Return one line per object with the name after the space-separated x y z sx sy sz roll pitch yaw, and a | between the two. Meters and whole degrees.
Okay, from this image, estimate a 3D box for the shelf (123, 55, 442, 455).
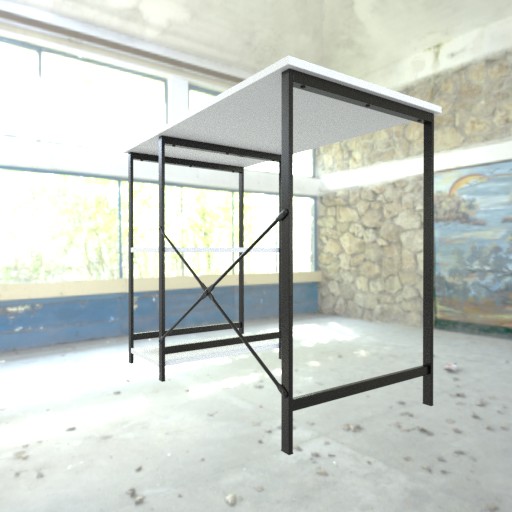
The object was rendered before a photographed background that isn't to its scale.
0.000 0.000 1.333 0.498 0.750 0.902 0 1 -36 | shelf
